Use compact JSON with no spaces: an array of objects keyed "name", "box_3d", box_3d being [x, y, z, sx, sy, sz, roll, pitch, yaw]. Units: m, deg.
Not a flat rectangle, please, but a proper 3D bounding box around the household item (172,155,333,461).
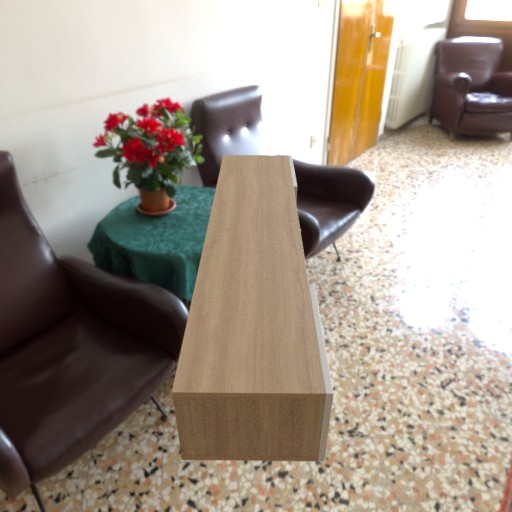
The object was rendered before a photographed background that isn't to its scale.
[{"name":"household item","box_3d":[0.000,0.000,2.017,0.420,0.310,1.850,0,32,0]}]
